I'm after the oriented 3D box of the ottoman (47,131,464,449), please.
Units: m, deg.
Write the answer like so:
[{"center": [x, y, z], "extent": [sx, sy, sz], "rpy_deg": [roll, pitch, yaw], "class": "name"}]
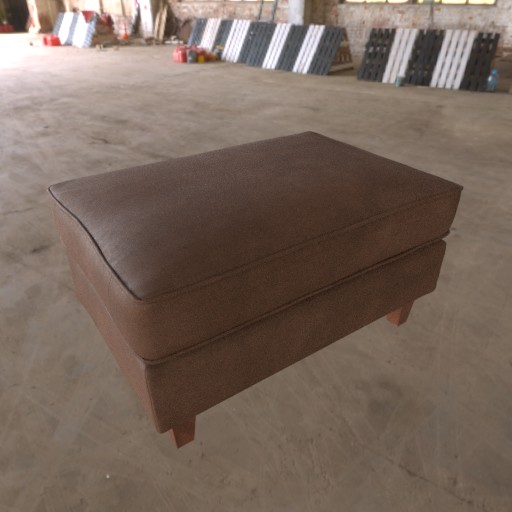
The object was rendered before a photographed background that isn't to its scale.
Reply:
[{"center": [0.000, 0.000, 1.169], "extent": [0.860, 0.481, 0.596], "rpy_deg": [-20, 36, -29], "class": "ottoman"}]
